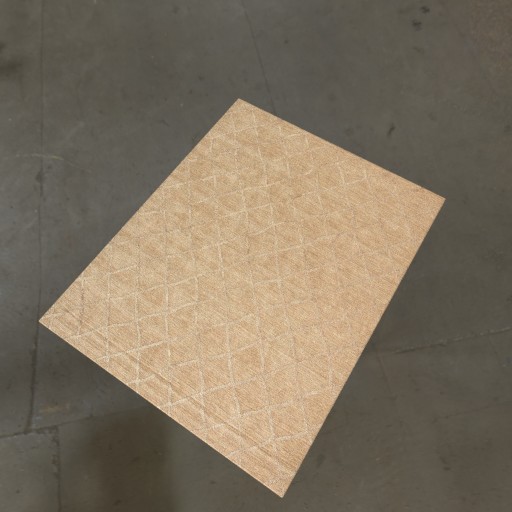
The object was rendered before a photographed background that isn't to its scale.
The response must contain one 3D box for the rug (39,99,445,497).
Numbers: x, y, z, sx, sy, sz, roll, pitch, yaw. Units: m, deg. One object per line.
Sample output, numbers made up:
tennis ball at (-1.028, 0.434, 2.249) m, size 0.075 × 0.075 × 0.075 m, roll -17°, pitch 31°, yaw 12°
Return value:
rug at (0.000, 0.000, 4.031) m, size 2.420 × 0.019 × 3.039 m, roll 30°, pitch 68°, yaw 14°
